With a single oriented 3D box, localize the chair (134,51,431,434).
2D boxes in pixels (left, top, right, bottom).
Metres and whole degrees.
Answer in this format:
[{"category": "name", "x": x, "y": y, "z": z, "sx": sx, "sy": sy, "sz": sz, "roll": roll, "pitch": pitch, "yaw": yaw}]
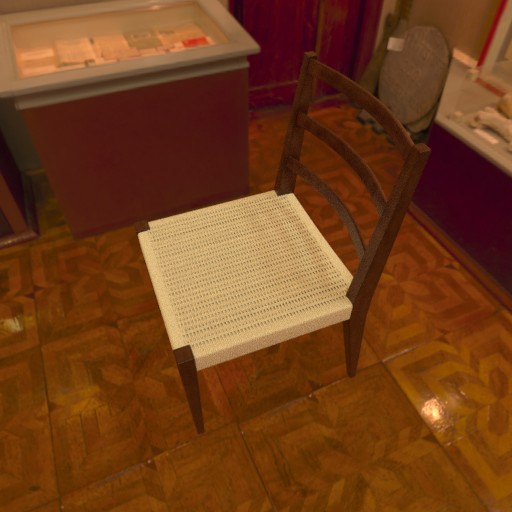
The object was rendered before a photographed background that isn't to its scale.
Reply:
[{"category": "chair", "x": 0.000, "y": 0.000, "z": 1.168, "sx": 0.551, "sy": 0.813, "sz": 0.480, "roll": -16, "pitch": 49, "yaw": -15}]
